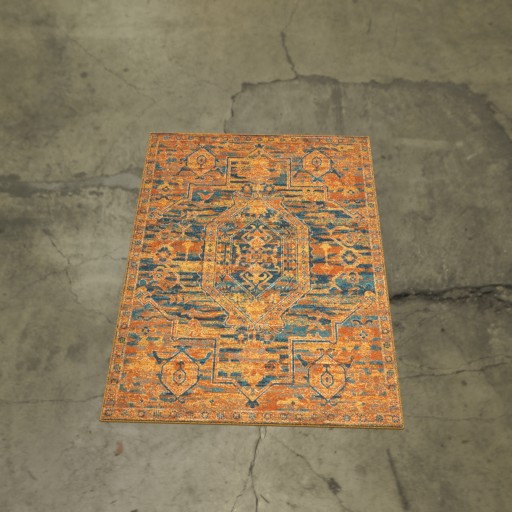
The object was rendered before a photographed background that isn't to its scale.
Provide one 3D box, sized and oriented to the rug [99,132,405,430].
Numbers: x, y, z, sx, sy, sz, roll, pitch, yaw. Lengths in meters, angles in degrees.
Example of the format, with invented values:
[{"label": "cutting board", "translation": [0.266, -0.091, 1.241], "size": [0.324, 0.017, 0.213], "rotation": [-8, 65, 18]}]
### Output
[{"label": "rug", "translation": [0.000, 0.000, 4.225], "size": [2.435, 0.031, 3.040], "rotation": [1, 63, 1]}]
